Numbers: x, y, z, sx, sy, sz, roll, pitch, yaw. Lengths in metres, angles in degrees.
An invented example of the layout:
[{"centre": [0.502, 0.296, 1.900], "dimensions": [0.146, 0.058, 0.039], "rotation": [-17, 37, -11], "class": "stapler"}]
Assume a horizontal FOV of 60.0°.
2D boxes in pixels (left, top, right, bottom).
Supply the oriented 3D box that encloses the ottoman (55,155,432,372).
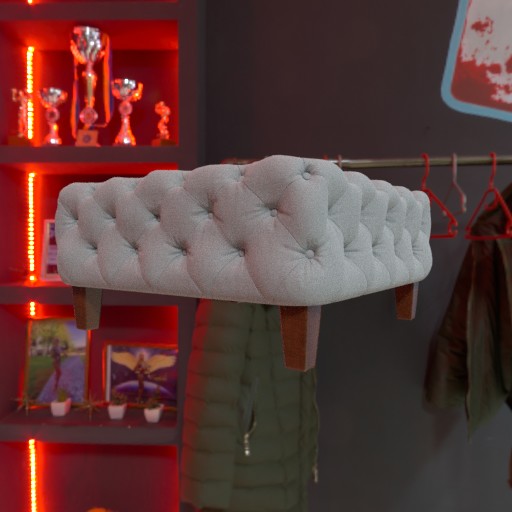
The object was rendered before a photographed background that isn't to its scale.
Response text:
[{"centre": [0.000, 0.000, 1.432], "dimensions": [0.911, 0.439, 0.917], "rotation": [1, 2, 35], "class": "ottoman"}]
